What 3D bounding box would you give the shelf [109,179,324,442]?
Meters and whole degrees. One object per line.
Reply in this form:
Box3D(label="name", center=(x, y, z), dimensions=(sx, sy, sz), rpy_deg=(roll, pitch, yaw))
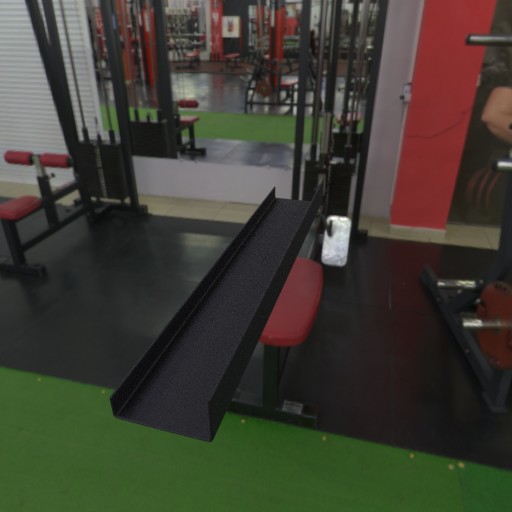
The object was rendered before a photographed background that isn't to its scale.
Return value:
Box3D(label="shelf", center=(0.000, 0.000, 0.649), dimensions=(0.102, 0.053, 0.605), rpy_deg=(8, 29, 15))
